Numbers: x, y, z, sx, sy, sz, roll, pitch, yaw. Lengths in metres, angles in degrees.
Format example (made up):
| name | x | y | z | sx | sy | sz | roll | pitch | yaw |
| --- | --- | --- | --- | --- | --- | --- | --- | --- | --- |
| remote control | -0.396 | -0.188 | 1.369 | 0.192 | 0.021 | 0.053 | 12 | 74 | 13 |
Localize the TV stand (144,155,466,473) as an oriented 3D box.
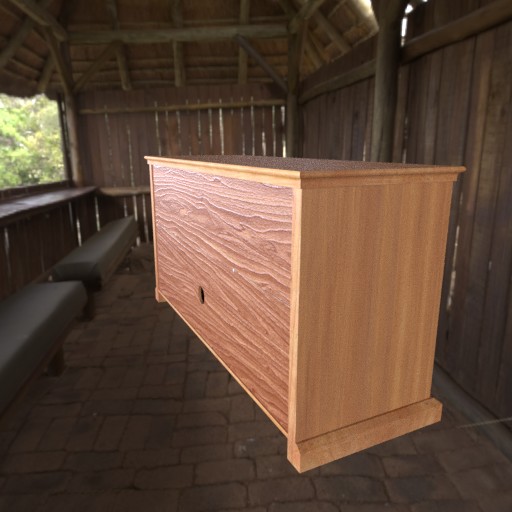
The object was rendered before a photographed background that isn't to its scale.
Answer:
| name | x | y | z | sx | sy | sz | roll | pitch | yaw |
| --- | --- | --- | --- | --- | --- | --- | --- | --- | --- |
| TV stand | 0.000 | 0.000 | 1.429 | 0.417 | 0.607 | 1.181 | -7 | 16 | -26 |
